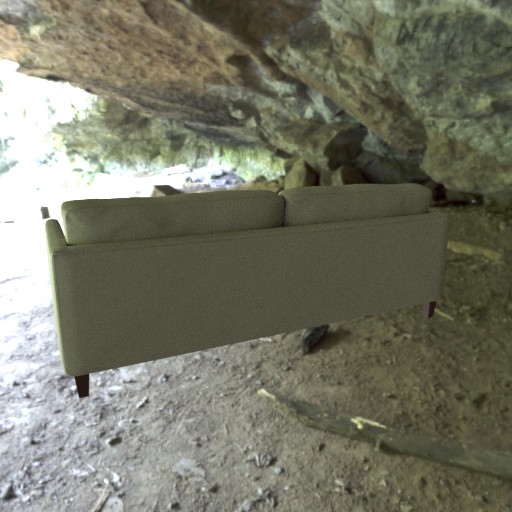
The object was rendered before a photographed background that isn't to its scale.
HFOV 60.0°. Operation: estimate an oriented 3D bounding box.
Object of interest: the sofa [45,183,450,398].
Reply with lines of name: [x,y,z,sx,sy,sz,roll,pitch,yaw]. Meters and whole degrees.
sofa: [0.000,0.000,2.837,2.404,0.912,0.988,-7,16,-25]
